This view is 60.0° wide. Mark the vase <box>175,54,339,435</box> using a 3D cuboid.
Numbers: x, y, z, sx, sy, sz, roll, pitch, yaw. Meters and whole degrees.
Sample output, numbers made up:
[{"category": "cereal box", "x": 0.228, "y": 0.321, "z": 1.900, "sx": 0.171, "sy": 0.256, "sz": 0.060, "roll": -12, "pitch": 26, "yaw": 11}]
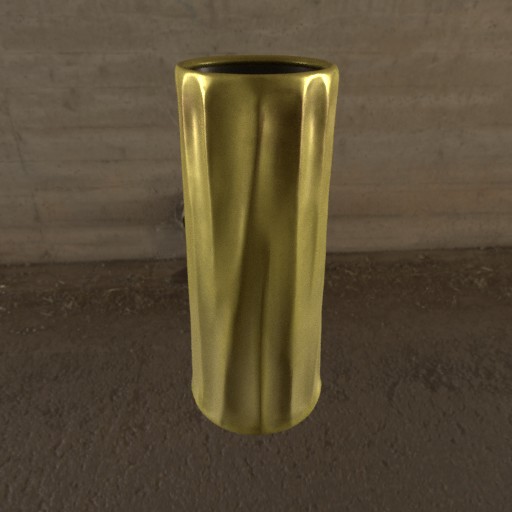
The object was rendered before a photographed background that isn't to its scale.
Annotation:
[{"category": "vase", "x": 0.000, "y": 0.000, "z": 0.178, "sx": 0.061, "sy": 0.143, "sz": 0.061, "roll": 0, "pitch": 30, "yaw": 0}]
